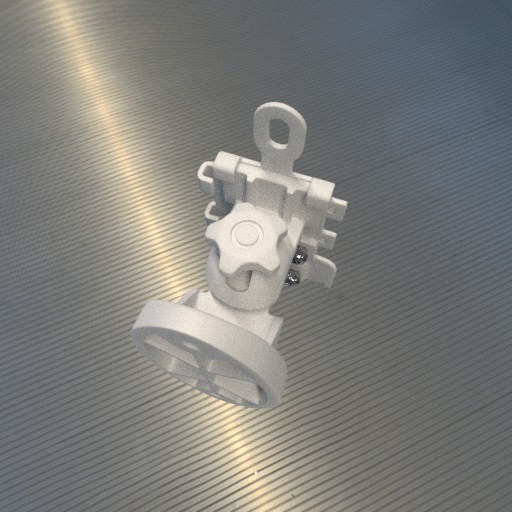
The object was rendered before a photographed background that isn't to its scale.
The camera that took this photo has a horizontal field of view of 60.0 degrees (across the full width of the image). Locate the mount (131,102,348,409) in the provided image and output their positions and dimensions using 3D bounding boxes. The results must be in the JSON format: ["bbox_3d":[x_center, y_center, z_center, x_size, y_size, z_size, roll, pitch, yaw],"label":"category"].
[{"bbox_3d":[0.000,0.000,0.175,0.066,0.118,0.100,18,65,8],"label":"mount"}]
